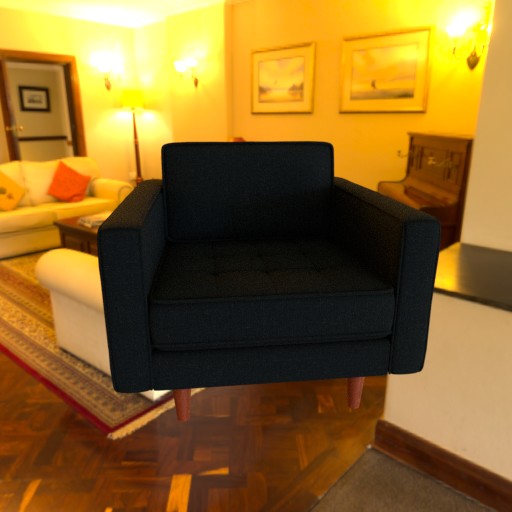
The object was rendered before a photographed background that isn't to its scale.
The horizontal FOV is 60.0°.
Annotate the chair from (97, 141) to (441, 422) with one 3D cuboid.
[{"bbox_3d":[0.000,0.000,1.576,0.899,0.770,0.920,-2,17,-6],"label":"chair"}]
